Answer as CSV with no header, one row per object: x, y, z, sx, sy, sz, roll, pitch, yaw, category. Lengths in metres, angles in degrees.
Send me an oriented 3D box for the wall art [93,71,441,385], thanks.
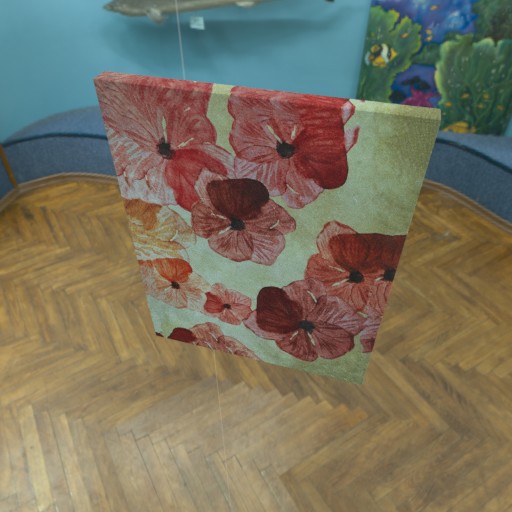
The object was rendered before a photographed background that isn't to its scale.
0.000,0.000,0.680,0.406,0.508,0.028,11,44,12,wall art
